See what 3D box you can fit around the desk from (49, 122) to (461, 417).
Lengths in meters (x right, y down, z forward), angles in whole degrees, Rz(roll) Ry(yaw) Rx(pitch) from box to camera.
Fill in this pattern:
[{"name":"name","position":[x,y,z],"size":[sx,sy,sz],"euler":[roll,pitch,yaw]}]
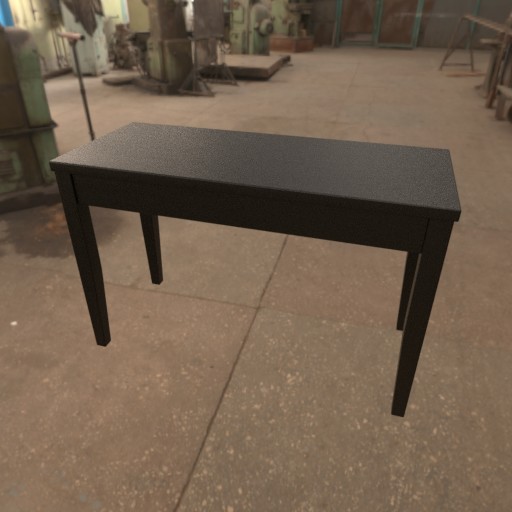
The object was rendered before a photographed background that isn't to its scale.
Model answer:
[{"name":"desk","position":[0.000,0.000,1.653],"size":[1.220,0.775,0.508],"euler":[9,32,15]}]
